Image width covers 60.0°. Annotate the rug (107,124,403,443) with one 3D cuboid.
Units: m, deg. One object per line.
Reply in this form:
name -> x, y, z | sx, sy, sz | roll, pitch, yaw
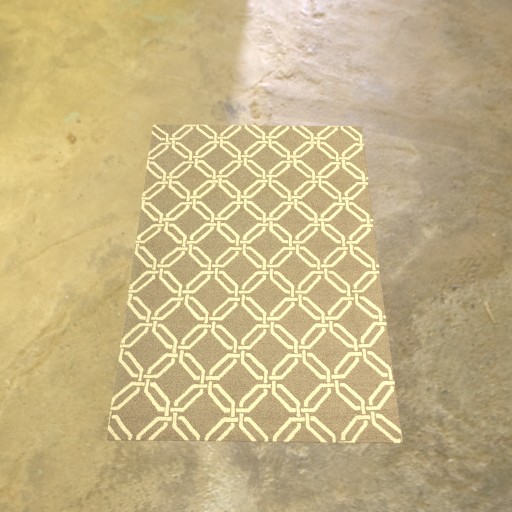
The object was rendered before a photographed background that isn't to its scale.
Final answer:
rug -> 0.000, 0.000, 4.408 | 2.441, 0.020, 3.419 | 0, 63, 0
